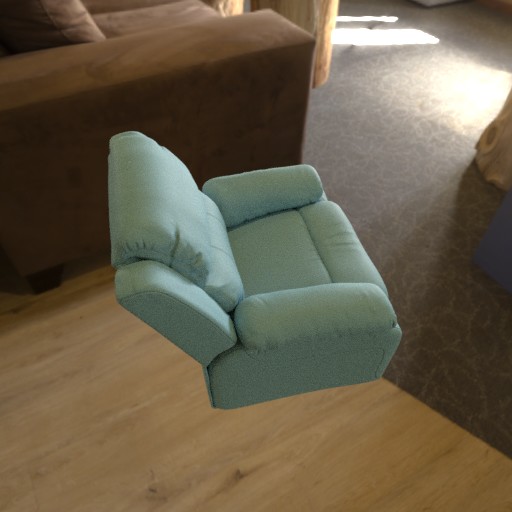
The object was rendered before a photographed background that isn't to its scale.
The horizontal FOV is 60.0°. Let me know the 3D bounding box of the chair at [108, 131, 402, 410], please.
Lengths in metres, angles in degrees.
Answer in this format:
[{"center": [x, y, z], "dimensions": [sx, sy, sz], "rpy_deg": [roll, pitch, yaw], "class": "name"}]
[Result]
[{"center": [0.000, 0.000, 1.291], "dimensions": [0.709, 0.702, 0.680], "rpy_deg": [-10, 48, -9], "class": "chair"}]
